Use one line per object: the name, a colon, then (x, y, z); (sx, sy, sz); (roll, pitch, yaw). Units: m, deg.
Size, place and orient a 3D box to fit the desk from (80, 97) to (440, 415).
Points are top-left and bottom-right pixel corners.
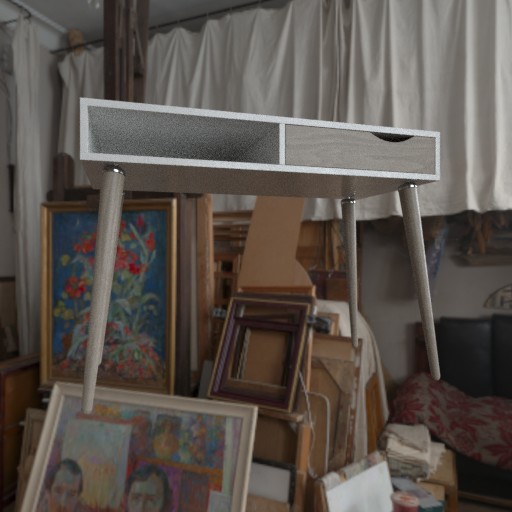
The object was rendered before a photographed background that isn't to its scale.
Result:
desk: (0.000, 0.000, 1.375); (0.979, 0.723, 0.491); (0, 0, -17)
